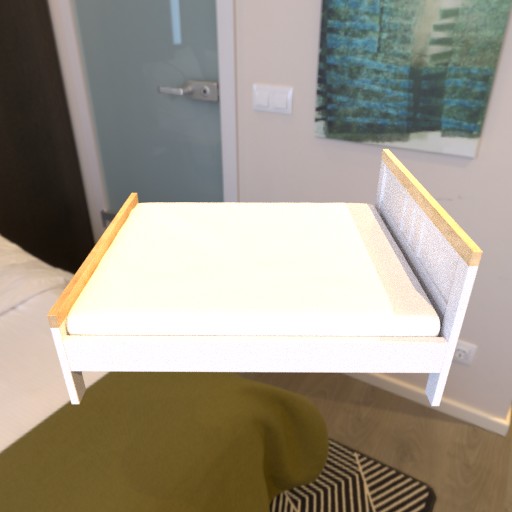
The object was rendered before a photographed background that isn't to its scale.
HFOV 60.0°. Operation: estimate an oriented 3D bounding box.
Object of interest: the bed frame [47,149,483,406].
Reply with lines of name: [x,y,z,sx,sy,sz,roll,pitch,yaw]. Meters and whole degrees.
bed frame: [0.000,0.000,2.961,2.050,0.980,1.670,0,29,0]
